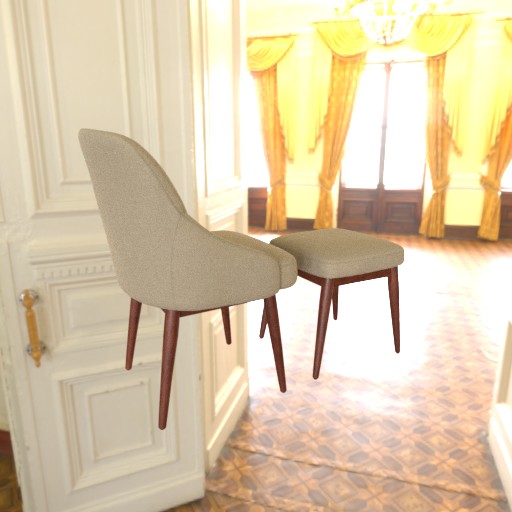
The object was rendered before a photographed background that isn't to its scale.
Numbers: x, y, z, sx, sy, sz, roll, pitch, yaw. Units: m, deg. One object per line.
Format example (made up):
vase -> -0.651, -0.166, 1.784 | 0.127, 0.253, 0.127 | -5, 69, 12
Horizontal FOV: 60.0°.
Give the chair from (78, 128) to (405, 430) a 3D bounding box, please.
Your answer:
chair -> 0.000, 0.000, 1.592 | 1.114, 0.866, 0.584 | -8, 17, -28
